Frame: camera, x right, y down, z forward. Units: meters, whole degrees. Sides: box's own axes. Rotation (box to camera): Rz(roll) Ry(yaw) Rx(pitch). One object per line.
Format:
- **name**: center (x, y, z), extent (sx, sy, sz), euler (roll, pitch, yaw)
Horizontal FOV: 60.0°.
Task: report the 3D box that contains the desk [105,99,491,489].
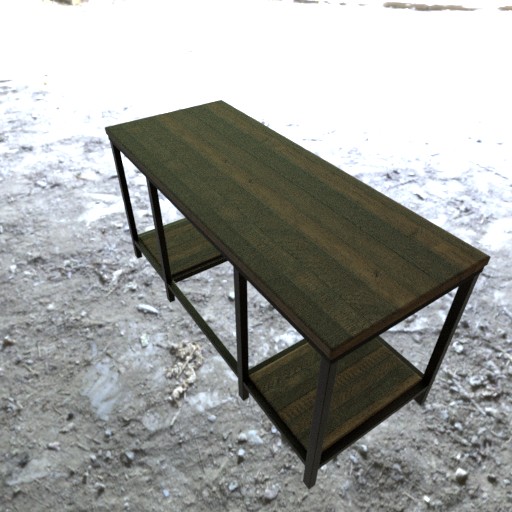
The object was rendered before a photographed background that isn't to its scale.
- **desk**: center (0.000, 0.000, 1.894), extent (0.617, 0.753, 1.538), euler (-23, 45, -26)
